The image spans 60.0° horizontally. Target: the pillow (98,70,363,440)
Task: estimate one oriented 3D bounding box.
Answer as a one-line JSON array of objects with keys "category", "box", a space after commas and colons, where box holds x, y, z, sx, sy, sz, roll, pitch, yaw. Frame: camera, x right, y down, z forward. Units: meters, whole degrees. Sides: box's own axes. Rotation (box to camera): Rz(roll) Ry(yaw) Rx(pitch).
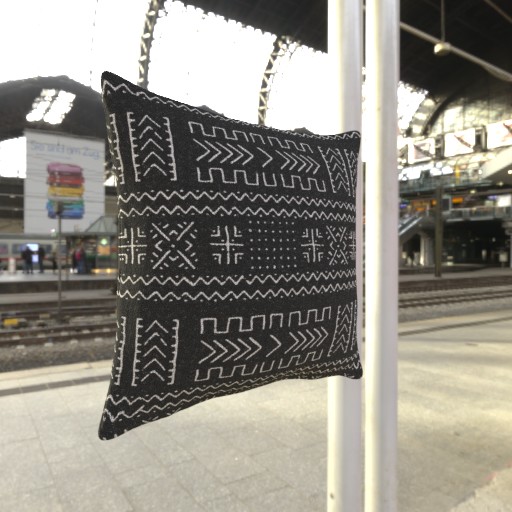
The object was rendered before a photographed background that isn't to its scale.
[{"category": "pillow", "box": [0.000, 0.000, 0.634, 0.438, 0.430, 0.164, 0, 0, -34]}]
